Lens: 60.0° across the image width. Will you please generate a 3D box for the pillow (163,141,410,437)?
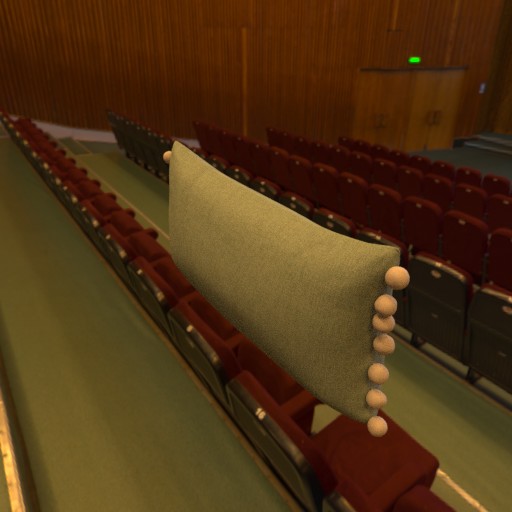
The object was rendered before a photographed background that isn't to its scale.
[{"bbox_3d":[0.000,0.000,0.854,0.201,0.322,0.709,-17,32,-30],"label":"pillow"}]
